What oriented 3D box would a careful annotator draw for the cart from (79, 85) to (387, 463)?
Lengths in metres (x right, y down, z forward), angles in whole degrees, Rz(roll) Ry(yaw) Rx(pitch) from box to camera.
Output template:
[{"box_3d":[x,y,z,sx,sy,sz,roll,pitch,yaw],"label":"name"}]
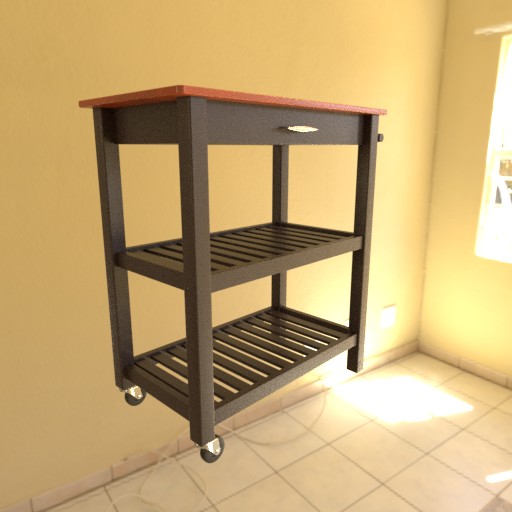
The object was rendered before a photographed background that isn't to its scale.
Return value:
[{"box_3d":[0.000,0.000,1.447,0.457,0.927,0.899,13,19,43],"label":"cart"}]
